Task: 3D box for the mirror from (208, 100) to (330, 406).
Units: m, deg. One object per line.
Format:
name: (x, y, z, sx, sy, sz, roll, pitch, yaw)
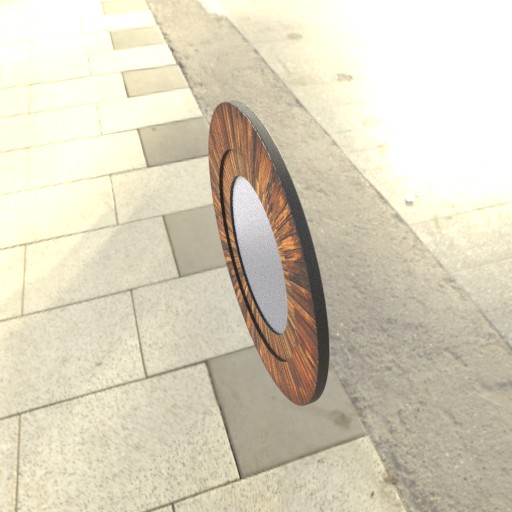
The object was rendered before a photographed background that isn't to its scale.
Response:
mirror: (0.000, 0.000, 1.612, 0.036, 1.077, 1.077, -15, 48, -14)
